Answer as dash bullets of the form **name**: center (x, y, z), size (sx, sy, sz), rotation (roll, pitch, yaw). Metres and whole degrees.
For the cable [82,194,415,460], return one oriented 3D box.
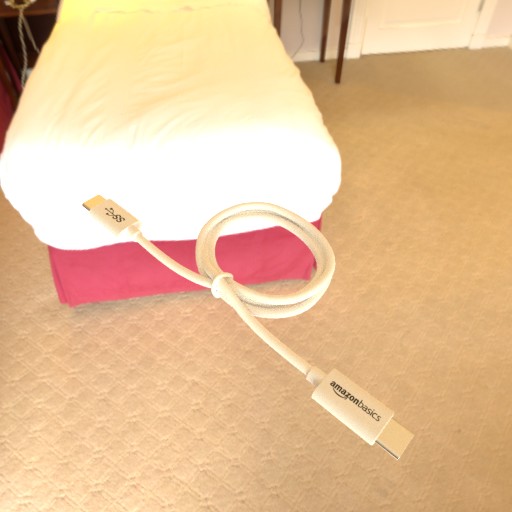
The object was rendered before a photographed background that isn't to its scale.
- **cable**: center (0.000, 0.000, 0.201), size (0.186, 0.014, 0.070), rotation (34, 56, 27)
